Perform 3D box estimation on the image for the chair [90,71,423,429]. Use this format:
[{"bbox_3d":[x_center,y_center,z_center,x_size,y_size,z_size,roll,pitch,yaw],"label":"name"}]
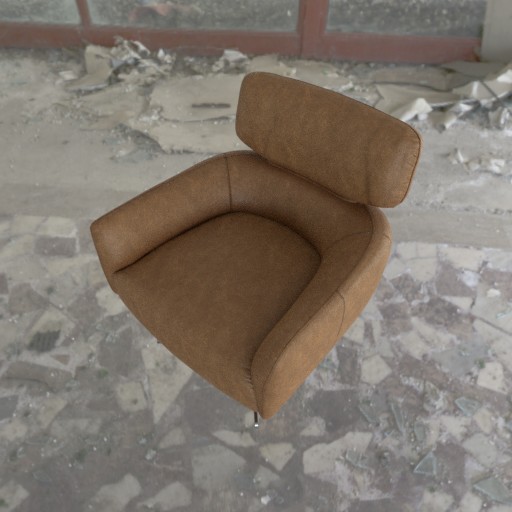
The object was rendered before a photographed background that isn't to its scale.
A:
[{"bbox_3d":[0.000,0.000,1.336,0.706,0.812,0.715,32,54,28],"label":"chair"}]
